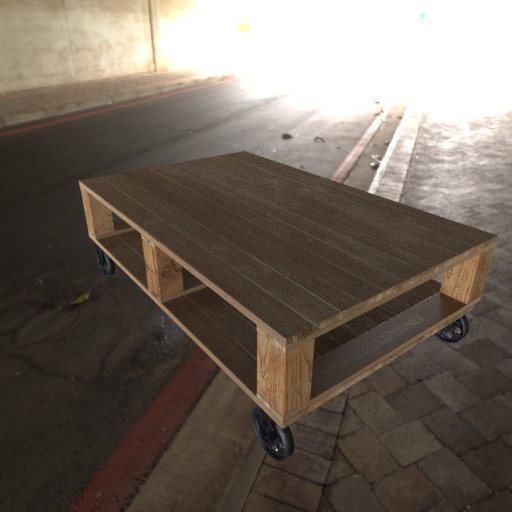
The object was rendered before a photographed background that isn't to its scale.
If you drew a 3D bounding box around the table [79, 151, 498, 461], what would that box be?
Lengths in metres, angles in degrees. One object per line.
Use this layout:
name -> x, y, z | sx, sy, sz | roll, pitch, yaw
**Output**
table -> 0.000, 0.000, 1.656 | 0.827, 0.413, 1.299 | -19, 33, -32
